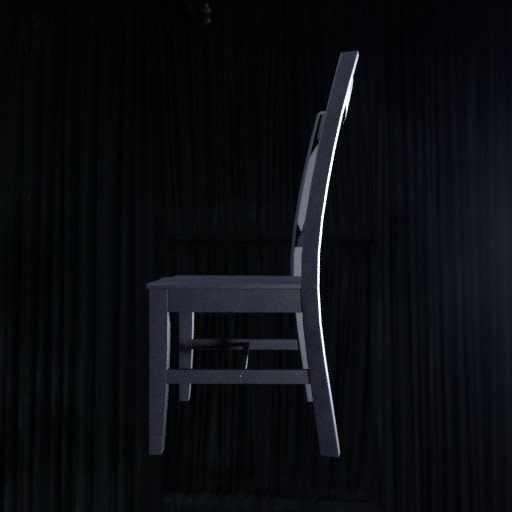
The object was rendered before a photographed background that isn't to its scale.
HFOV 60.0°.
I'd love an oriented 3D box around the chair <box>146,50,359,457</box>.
[{"bbox_3d":[0.000,0.000,1.306,0.542,0.983,0.485,0,0,1],"label":"chair"}]
